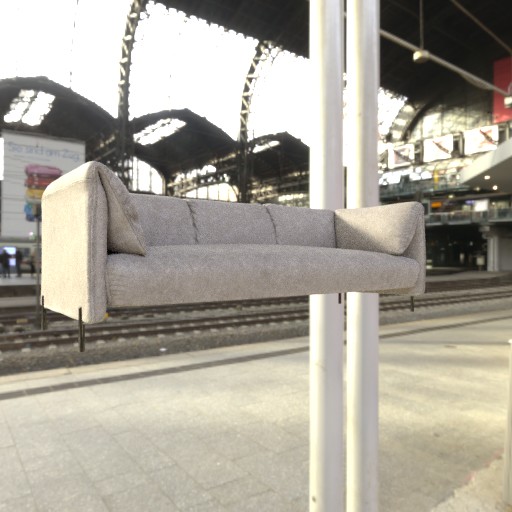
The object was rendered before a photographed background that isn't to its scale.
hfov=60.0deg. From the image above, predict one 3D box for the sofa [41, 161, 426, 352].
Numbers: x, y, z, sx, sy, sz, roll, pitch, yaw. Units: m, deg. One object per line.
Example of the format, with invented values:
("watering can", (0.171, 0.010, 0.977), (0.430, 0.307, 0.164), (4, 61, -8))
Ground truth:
("sofa", (0.000, 0.000, 2.653), (2.238, 0.758, 0.899), (0, 0, -37))
